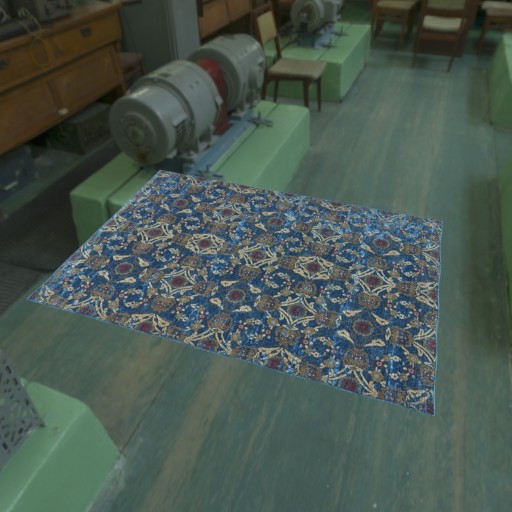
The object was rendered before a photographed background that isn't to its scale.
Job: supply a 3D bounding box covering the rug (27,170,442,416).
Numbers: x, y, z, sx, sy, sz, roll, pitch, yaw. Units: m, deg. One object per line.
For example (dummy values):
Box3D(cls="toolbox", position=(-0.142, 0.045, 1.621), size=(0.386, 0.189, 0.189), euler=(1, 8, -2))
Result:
Box3D(cls="rug", position=(0.000, 0.000, 4.170), size=(3.291, 0.013, 2.337), euler=(13, 42, 15))
